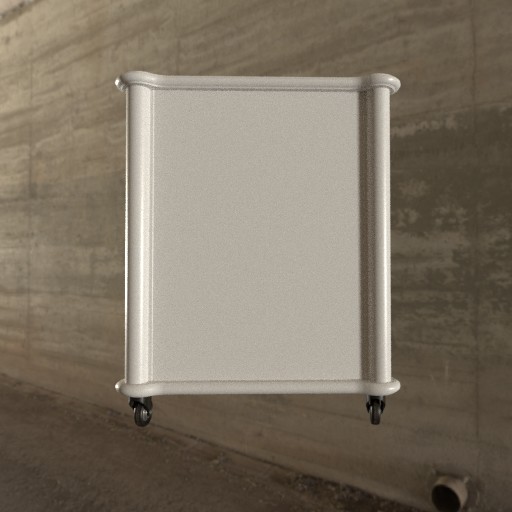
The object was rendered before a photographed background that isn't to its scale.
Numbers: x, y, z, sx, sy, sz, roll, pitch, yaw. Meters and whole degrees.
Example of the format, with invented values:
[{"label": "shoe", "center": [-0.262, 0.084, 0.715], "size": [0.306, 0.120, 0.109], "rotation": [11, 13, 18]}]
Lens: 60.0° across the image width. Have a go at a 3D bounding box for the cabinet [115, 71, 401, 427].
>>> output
[{"label": "cabinet", "center": [0.000, 0.000, 1.228], "size": [0.628, 0.761, 0.627], "rotation": [0, -1, -1]}]
